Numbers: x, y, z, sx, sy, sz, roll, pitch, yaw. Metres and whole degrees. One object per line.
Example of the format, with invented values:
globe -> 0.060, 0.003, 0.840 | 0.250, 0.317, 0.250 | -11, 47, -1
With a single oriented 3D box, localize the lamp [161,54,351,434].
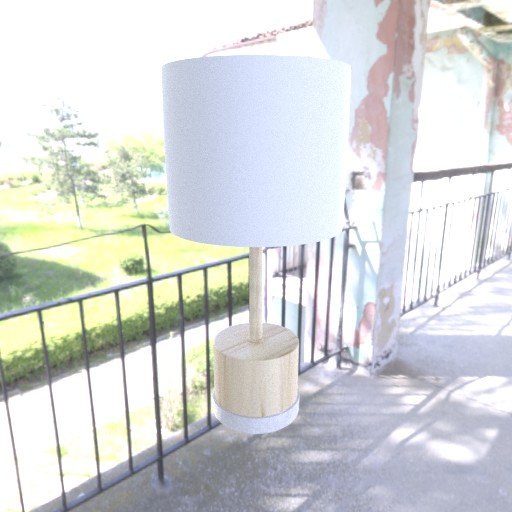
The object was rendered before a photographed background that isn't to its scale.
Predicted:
lamp -> 0.000, 0.000, 0.603 | 0.229, 0.470, 0.229 | -15, 21, -42
